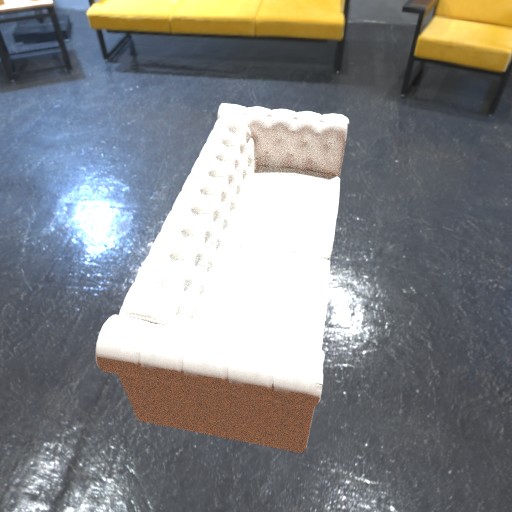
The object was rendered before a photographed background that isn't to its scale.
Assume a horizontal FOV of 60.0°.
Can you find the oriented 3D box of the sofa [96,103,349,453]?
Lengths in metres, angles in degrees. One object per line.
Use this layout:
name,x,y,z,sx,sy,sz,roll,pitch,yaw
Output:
sofa,0.000,0.000,2.280,0.771,0.796,1.798,8,46,8
